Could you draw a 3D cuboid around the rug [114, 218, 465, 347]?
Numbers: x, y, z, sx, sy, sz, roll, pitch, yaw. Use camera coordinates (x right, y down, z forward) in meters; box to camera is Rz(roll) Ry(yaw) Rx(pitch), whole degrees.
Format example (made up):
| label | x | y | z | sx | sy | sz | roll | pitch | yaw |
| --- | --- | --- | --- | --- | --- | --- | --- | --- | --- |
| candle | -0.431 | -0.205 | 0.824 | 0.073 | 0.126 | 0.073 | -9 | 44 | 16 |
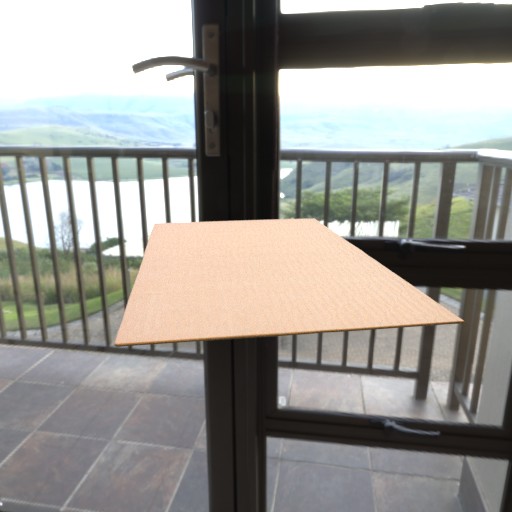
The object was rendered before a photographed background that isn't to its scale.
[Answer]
| label | x | y | z | sx | sy | sz | roll | pitch | yaw |
| --- | --- | --- | --- | --- | --- | --- | --- | --- | --- |
| rug | 0.000 | 0.000 | 3.038 | 1.531 | 0.014 | 2.441 | -2 | 16 | -8 |
